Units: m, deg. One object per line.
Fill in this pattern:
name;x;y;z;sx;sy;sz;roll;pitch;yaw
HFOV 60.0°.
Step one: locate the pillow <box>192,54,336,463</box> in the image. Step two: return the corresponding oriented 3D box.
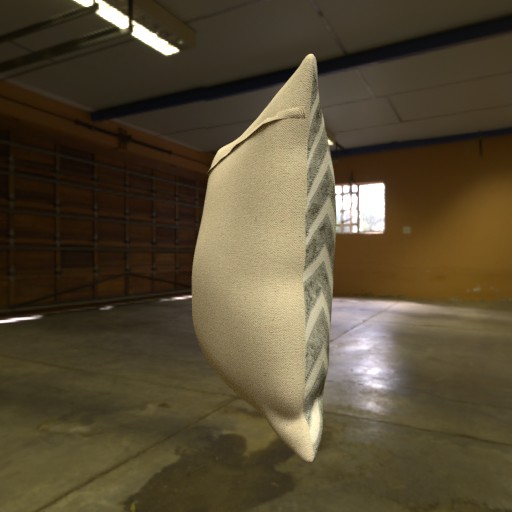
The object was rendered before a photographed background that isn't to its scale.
pillow;0.000;0.000;0.677;0.182;0.441;0.440;0;0;-18
